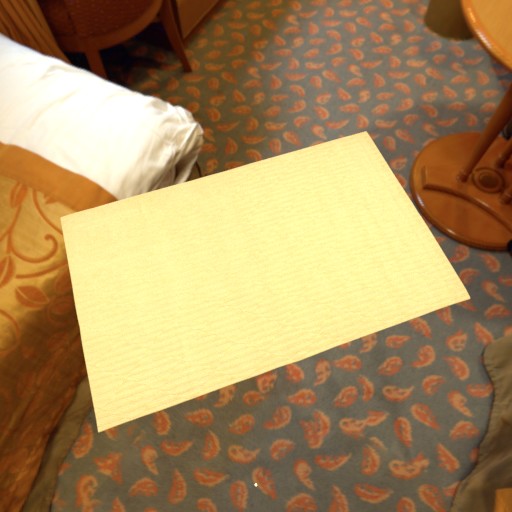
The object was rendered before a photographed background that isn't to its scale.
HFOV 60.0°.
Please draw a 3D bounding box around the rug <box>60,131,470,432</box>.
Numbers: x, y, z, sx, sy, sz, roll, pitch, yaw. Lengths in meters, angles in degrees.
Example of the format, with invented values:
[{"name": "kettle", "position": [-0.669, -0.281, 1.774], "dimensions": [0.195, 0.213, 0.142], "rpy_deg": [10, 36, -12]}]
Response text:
[{"name": "rug", "position": [0.000, 0.000, 3.028], "dimensions": [2.441, 0.014, 1.531], "rpy_deg": [-18, 64, -9]}]
